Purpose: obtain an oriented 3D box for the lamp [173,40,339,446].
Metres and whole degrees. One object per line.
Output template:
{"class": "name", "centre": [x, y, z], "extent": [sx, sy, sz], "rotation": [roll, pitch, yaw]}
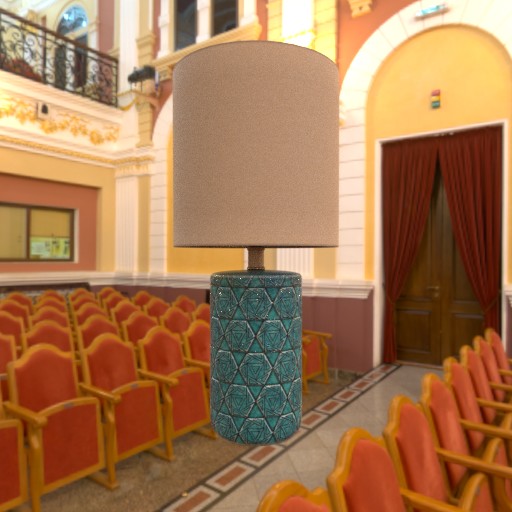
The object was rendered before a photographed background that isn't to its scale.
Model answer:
{"class": "lamp", "centre": [0.000, 0.000, 0.753], "extent": [0.278, 0.597, 0.278], "rotation": [0, 0, 36]}
